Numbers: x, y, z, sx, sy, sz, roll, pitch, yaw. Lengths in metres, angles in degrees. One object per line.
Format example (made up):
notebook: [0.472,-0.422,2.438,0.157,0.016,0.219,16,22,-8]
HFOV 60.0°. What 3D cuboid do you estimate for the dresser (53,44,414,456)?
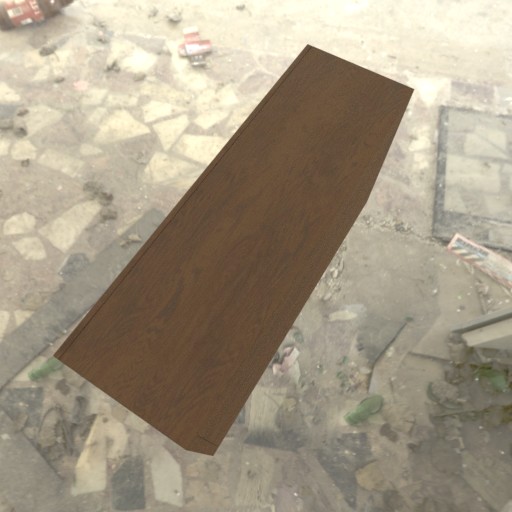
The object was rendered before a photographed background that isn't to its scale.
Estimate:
dresser: [0.000,0.000,1.914,0.512,0.889,1.523,29,68,13]
